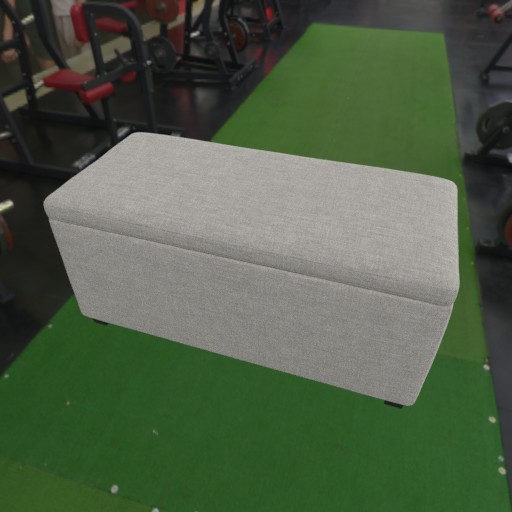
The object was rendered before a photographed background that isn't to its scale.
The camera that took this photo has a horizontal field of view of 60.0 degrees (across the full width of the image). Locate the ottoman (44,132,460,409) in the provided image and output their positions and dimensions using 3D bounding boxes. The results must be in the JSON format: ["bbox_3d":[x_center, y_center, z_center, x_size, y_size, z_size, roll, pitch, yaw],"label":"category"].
[{"bbox_3d":[0.000,0.000,1.139,0.902,0.432,0.419,12,41,14],"label":"ottoman"}]
